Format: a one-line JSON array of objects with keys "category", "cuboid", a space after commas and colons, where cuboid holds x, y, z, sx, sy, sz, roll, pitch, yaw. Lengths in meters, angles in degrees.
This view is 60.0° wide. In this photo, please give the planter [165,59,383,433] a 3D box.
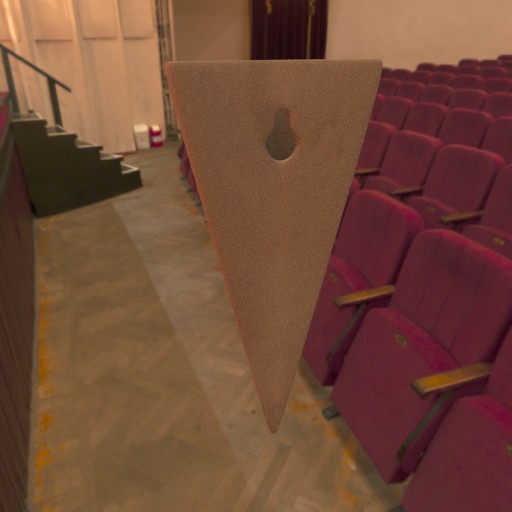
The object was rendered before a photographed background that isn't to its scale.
[{"category": "planter", "cuboid": [0.000, 0.000, 0.274, 0.101, 0.224, 0.081, -8, 27, -16]}]
